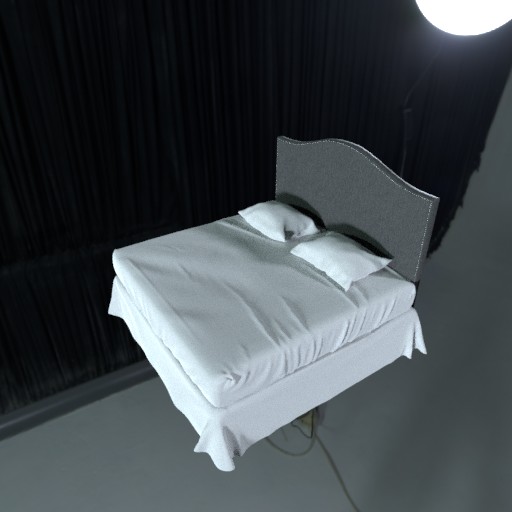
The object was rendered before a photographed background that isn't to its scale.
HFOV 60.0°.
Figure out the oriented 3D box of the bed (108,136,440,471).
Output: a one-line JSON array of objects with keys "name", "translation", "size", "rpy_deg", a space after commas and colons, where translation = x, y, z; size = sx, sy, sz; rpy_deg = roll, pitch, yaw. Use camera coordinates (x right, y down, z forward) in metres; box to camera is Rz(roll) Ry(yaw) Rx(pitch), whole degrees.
[{"name": "bed", "translation": [0.000, 0.000, 3.845], "size": [2.219, 1.651, 2.314], "rpy_deg": [-19, 36, -29]}]
